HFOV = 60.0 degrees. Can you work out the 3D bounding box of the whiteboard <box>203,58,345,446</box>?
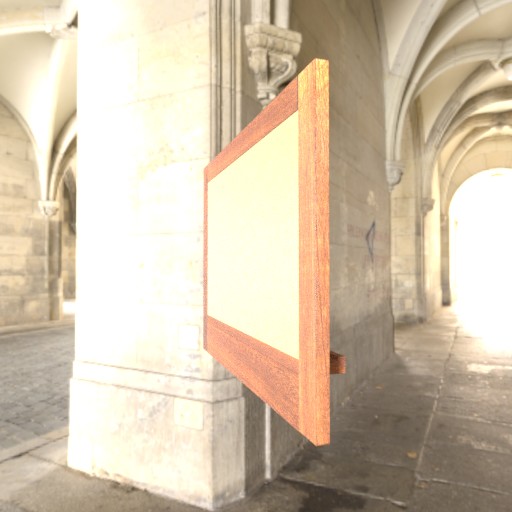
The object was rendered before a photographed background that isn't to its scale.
[{"bbox_3d":[0.000,0.000,1.021,0.083,0.559,0.783,0,-1,-19],"label":"whiteboard"}]
